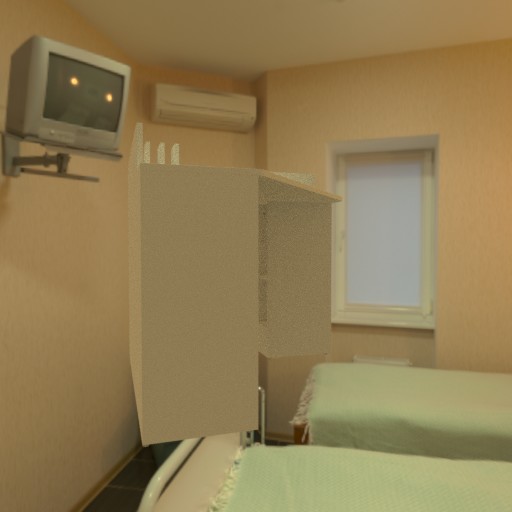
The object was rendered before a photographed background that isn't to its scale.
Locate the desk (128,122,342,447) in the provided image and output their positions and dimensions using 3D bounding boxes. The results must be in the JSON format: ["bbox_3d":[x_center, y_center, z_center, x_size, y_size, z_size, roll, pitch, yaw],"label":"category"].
[{"bbox_3d":[0.000,0.000,1.758,0.940,0.986,0.940,-1,2,-18],"label":"desk"}]
